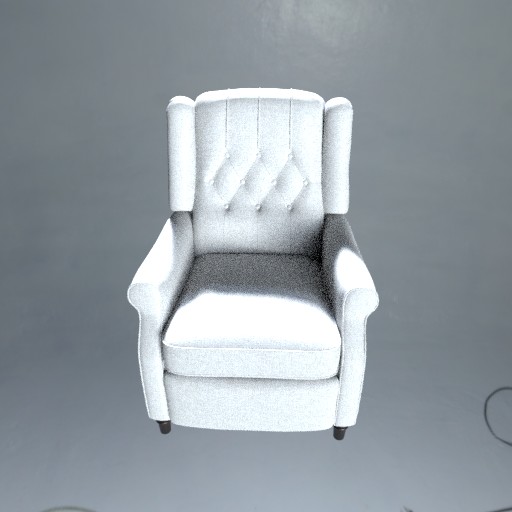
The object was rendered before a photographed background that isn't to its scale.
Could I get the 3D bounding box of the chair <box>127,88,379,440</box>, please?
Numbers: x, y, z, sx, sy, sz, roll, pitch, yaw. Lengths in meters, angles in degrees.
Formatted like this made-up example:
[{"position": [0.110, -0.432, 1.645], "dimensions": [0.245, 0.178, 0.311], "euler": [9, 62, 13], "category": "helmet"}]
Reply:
[{"position": [0.000, 0.000, 1.599], "dimensions": [0.742, 1.035, 0.902], "euler": [1, 30, 2], "category": "chair"}]
